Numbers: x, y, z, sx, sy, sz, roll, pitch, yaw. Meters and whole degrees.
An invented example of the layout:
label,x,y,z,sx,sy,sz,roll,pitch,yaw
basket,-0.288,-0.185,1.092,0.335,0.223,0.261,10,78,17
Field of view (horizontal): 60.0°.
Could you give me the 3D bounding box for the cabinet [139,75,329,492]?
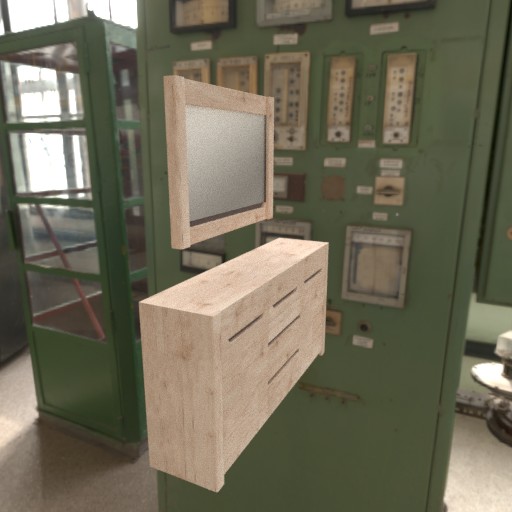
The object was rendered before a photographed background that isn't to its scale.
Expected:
label,x,y,z,sx,sy,sz,roll,pitch,yaw
cabinet,0.000,0.000,2.766,0.420,1.981,1.700,7,16,25
